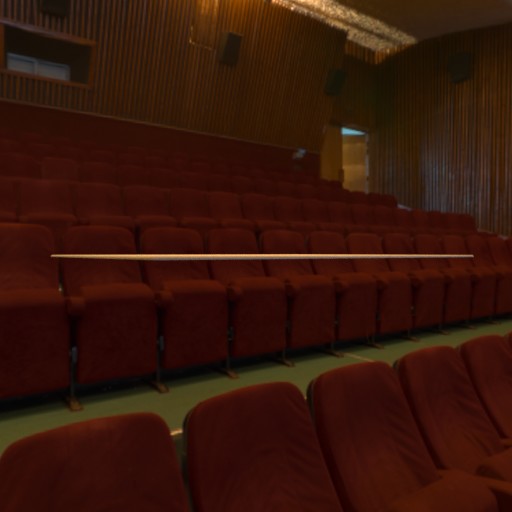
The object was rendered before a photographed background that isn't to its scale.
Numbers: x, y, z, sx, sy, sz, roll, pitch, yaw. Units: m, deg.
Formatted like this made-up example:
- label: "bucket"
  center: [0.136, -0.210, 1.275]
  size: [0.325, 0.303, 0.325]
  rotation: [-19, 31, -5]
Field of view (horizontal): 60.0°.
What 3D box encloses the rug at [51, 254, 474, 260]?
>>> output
- label: "rug"
  center: [0.000, 0.000, 3.983]
  size: [2.976, 0.018, 2.430]
  rotation: [0, 0, -36]
